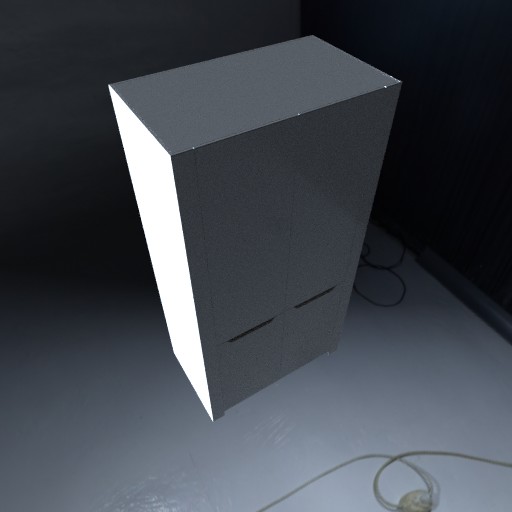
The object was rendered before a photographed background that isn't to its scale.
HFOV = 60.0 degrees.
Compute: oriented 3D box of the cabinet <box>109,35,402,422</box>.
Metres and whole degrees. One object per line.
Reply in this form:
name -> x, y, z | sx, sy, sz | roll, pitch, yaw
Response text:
cabinet -> 0.000, 0.000, 2.407 | 0.980, 1.920, 0.580 | -24, 50, -21
